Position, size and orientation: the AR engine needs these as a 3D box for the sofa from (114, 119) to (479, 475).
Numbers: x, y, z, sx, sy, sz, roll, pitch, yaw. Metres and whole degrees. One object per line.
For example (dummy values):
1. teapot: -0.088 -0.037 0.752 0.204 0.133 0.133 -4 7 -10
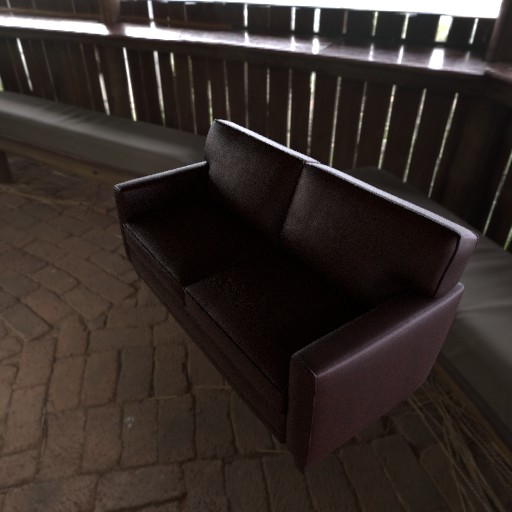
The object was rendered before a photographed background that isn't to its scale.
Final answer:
1. sofa: 0.000 0.000 2.337 0.912 0.928 1.876 -21 39 -29
